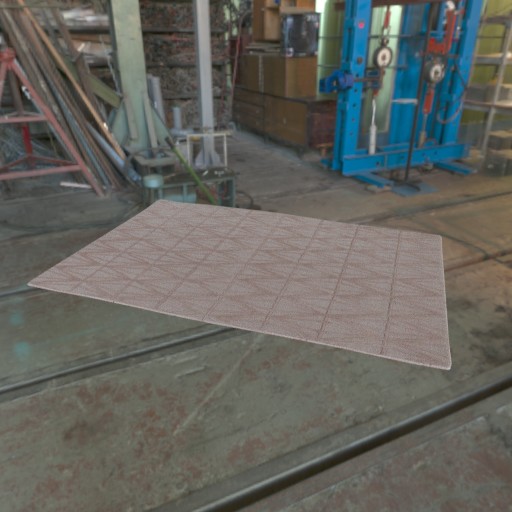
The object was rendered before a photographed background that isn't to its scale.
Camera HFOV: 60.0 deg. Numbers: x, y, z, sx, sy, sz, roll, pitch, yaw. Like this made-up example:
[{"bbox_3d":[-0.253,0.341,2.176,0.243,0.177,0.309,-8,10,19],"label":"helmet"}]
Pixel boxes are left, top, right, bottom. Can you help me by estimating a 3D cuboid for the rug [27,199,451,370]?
[{"bbox_3d":[0.000,0.000,2.301,1.837,0.025,1.230,9,28,17],"label":"rug"}]
